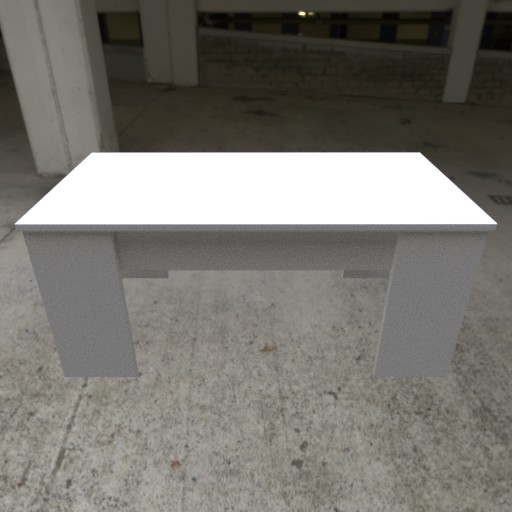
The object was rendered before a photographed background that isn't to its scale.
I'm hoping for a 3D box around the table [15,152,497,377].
[{"bbox_3d":[0.000,0.000,1.243,1.000,0.440,0.500,0,30,0],"label":"table"}]
